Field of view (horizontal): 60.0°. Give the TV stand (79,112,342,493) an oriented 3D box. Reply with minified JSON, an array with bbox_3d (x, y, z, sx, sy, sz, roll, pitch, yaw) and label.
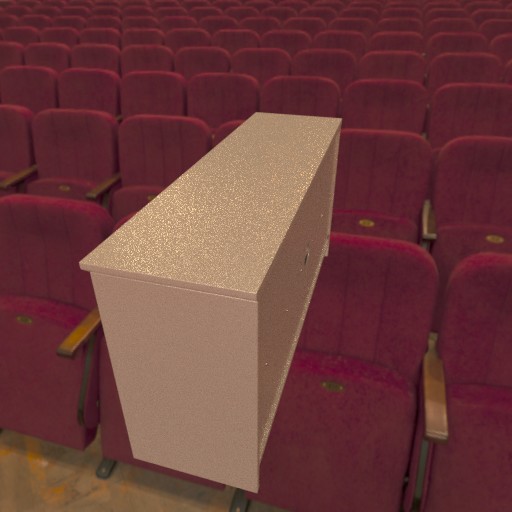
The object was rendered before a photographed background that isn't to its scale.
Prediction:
[{"bbox_3d":[0.000,0.000,1.414,0.344,0.603,1.167,9,33,14],"label":"TV stand"}]
